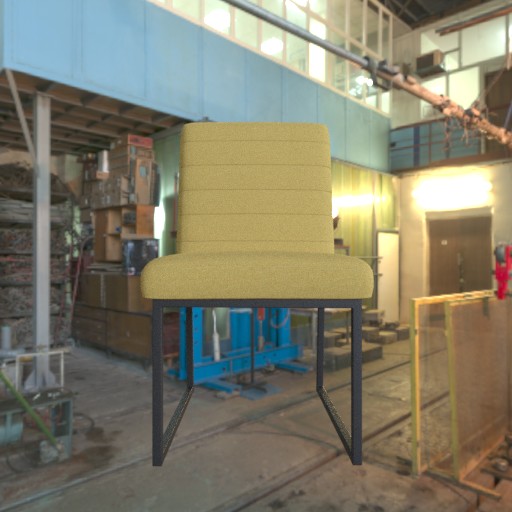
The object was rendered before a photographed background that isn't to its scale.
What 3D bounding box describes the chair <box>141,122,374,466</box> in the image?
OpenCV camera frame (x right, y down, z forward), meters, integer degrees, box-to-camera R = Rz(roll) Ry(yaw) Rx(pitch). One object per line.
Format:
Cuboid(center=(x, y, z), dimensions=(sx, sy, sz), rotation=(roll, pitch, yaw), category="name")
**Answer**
Cuboid(center=(0.000, 0.000, 1.278), dimensions=(0.520, 0.930, 0.634), rotation=(0, 0, -1), category="chair")
